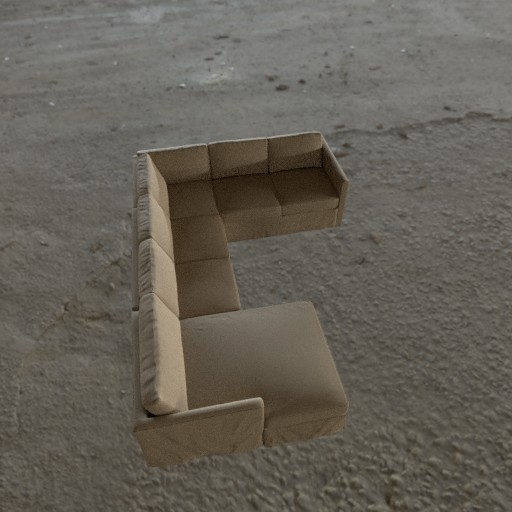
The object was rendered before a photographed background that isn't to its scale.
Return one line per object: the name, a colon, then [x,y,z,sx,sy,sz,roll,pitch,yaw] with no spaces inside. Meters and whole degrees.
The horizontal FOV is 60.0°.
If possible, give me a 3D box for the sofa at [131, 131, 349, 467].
sofa: [0.000,0.000,4.558,2.476,0.878,3.528,-8,46,-8]
